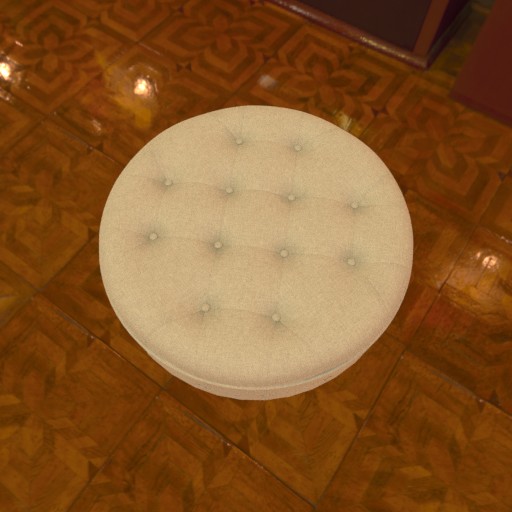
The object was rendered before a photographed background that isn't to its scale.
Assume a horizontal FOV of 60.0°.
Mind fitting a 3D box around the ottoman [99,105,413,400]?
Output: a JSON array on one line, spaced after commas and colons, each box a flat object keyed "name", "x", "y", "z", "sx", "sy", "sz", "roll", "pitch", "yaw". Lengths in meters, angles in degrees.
[{"name": "ottoman", "x": 0.000, "y": 0.000, "z": 1.359, "sx": 0.849, "sy": 0.478, "sz": 0.849, "roll": 0, "pitch": 64, "yaw": 0}]
